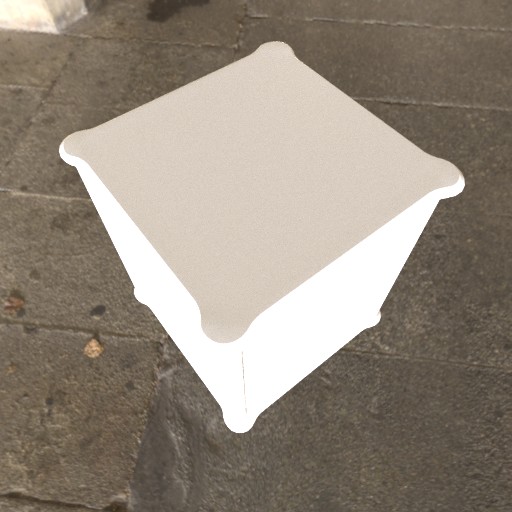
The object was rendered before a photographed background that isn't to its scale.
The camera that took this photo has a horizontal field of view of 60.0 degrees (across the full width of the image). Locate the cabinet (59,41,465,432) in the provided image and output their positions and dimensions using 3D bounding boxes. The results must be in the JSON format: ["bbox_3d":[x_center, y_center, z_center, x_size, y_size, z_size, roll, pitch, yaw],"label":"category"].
[{"bbox_3d":[0.000,0.000,1.235,0.627,0.761,0.628,-33,64,-19],"label":"cabinet"}]
